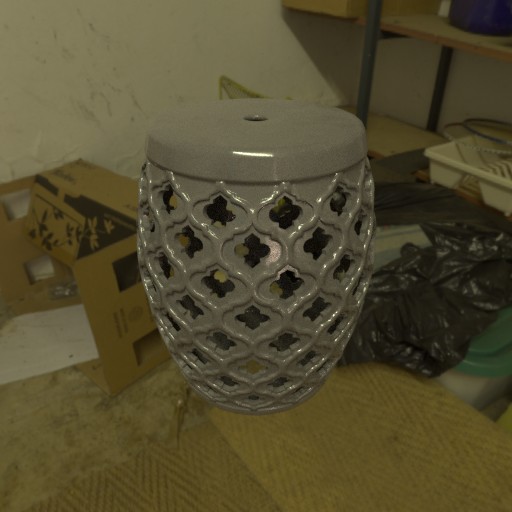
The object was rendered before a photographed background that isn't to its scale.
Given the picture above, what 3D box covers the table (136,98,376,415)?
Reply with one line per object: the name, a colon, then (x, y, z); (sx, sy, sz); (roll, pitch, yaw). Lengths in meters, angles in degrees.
table: (0.000, 0.000, 0.636); (0.325, 0.388, 0.325); (0, 30, 0)
